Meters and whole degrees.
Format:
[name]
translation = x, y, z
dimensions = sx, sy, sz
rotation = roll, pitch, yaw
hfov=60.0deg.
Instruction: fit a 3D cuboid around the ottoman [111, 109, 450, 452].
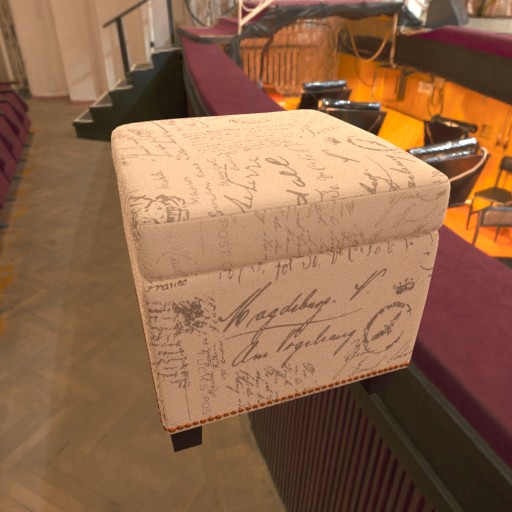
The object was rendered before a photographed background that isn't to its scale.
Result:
[ottoman]
translation = 0.000, 0.000, 0.834
dimensions = 0.450, 0.457, 0.449
rotation = -10, 32, -16
